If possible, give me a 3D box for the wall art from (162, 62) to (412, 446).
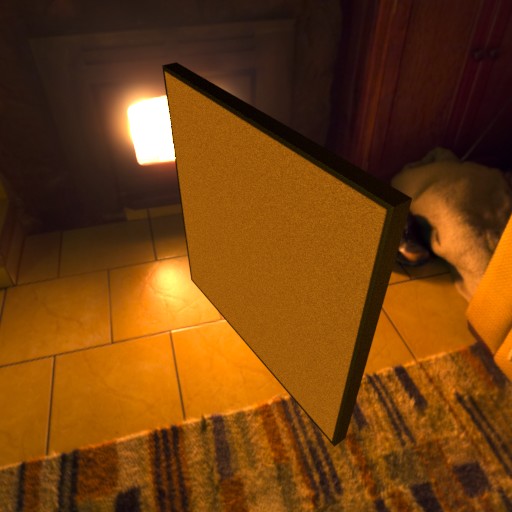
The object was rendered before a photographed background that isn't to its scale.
[{"bbox_3d":[0.000,0.000,0.772,0.028,0.511,0.513,-25,47,-26],"label":"wall art"}]
